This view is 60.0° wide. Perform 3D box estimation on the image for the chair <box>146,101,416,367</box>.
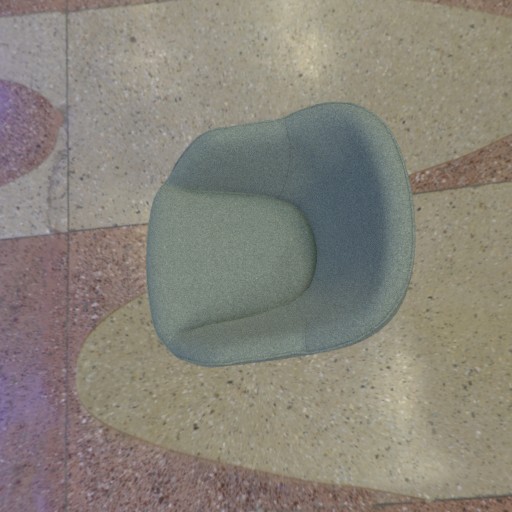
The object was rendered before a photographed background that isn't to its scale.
[{"bbox_3d":[0.000,0.000,1.234,0.611,0.810,0.589,-4,76,-1],"label":"chair"}]
